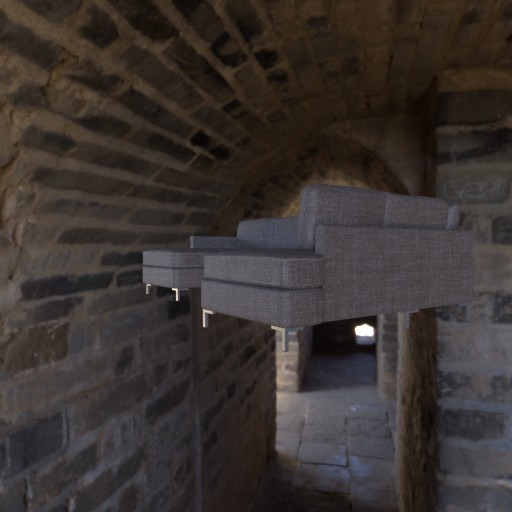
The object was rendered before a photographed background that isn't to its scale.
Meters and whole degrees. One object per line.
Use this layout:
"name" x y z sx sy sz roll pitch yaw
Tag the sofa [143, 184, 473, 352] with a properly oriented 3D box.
"sofa" 0.000 0.000 4.438 2.048 0.999 3.423 -1 1 -35
